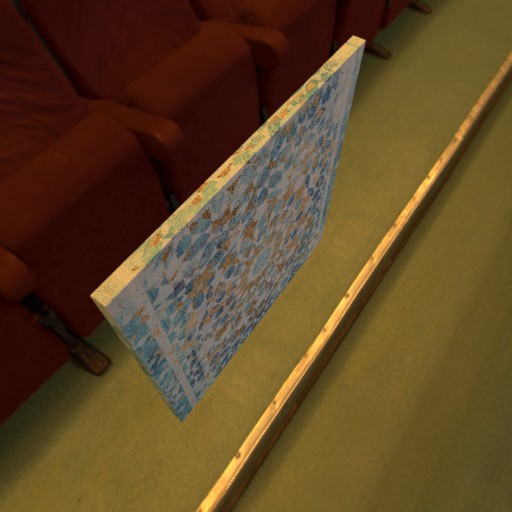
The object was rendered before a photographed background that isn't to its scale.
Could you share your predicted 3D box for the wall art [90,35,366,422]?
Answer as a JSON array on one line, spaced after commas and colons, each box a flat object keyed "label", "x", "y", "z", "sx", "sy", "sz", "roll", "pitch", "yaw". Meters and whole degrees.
[{"label": "wall art", "x": 0.000, "y": 0.000, "z": 1.326, "sx": 0.040, "sy": 0.916, "sz": 0.916, "roll": 31, "pitch": 63, "yaw": 18}]
